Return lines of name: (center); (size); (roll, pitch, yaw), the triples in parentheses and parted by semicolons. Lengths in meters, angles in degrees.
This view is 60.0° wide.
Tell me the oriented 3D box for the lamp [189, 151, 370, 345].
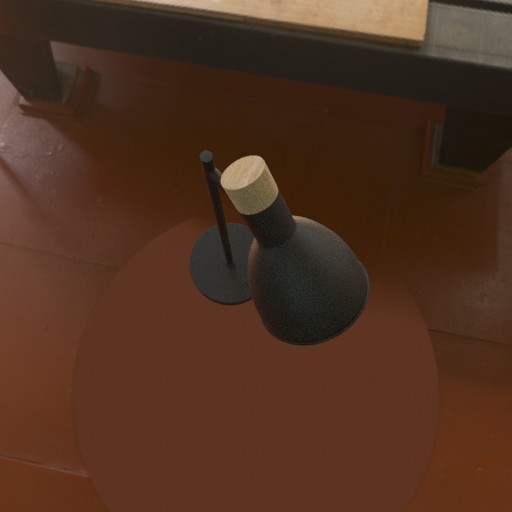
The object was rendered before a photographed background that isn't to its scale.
lamp: (0.000, 0.000, 0.590); (0.152, 0.483, 0.287); (-44, 79, -11)
